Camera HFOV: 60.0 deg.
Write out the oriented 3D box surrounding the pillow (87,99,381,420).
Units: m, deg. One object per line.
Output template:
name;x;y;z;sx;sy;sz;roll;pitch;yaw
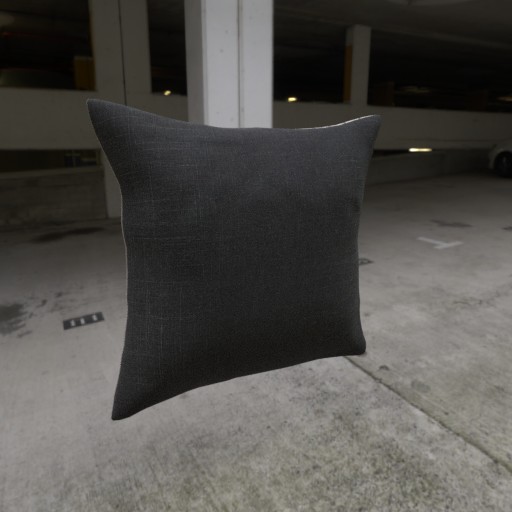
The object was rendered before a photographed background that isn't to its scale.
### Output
pillow;0.000;0.000;0.691;0.468;0.444;0.138;-7;15;-26
